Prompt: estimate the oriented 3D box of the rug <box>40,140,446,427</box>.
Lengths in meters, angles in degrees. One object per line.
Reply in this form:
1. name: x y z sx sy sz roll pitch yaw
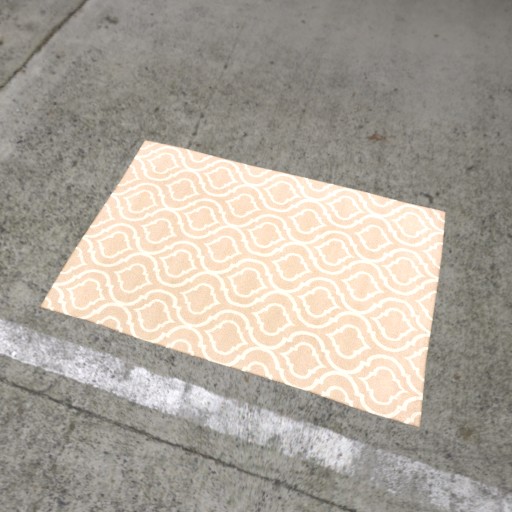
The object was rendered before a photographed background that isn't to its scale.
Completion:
1. rug: 0.000 0.000 2.205 1.761 0.013 1.152 15 60 9
